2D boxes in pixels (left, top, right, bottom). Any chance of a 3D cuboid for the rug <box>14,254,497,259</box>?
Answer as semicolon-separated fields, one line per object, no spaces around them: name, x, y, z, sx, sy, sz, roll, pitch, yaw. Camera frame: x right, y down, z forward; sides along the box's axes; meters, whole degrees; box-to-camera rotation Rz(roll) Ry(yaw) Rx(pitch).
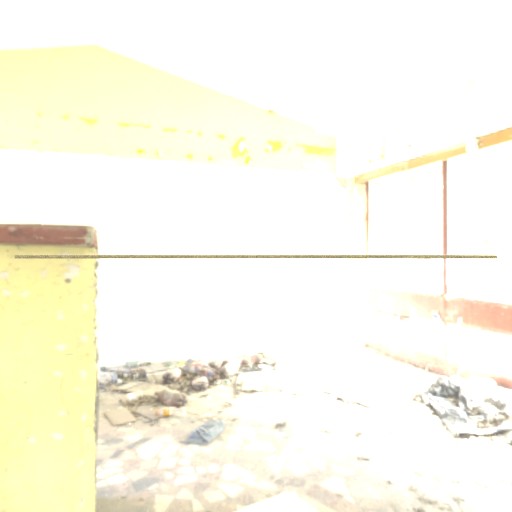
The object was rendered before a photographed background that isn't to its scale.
rug;0.000;0.000;2.860;2.297;0.018;1.532;0;0;2
